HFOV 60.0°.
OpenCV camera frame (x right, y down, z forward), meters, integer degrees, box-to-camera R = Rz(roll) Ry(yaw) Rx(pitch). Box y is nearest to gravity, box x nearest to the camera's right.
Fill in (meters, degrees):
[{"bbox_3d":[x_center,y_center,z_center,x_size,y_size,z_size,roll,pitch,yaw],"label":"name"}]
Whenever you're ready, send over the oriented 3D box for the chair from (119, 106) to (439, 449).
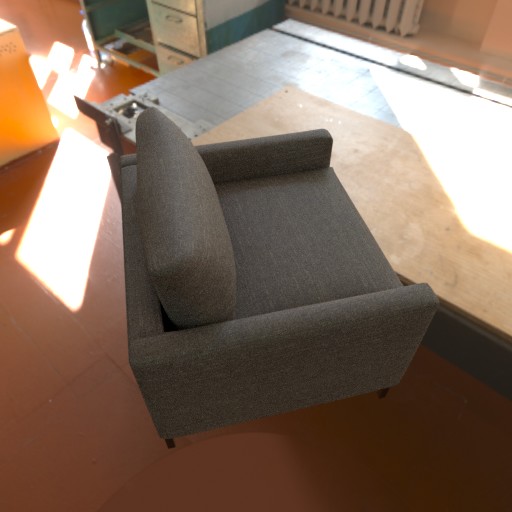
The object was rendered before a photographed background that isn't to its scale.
[{"bbox_3d":[0.000,0.000,1.560,0.845,0.841,0.940,-10,47,-9],"label":"chair"}]
